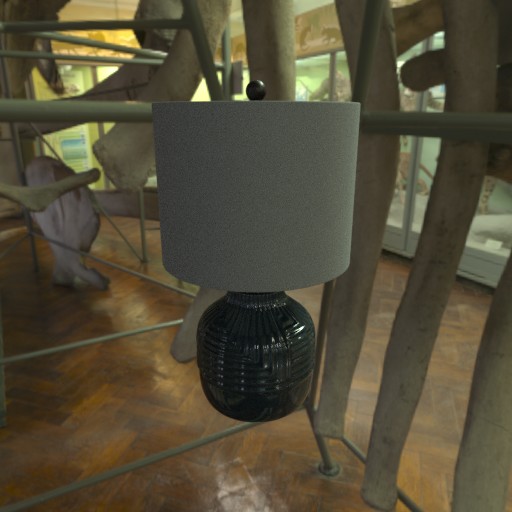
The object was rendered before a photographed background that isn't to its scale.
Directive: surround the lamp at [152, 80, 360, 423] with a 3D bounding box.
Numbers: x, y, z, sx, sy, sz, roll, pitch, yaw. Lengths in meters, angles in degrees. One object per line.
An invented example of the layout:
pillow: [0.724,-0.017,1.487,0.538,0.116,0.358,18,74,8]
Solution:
lamp: [0.000,0.000,0.767,0.318,0.567,0.318,0,18,0]
